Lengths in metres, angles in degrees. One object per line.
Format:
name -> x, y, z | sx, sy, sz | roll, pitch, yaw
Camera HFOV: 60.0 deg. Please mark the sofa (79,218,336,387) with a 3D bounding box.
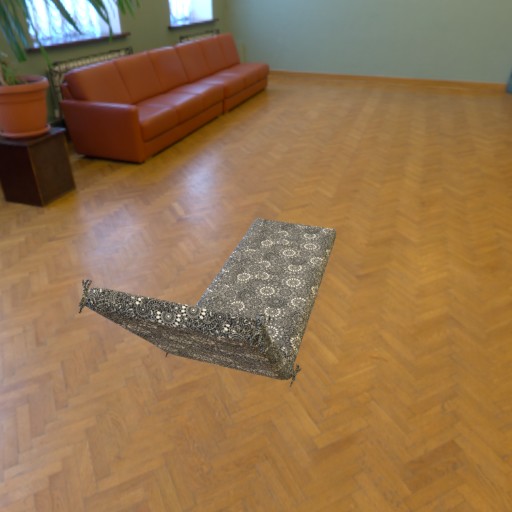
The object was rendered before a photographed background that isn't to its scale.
sofa -> 0.000, 0.000, 1.970 | 0.582, 0.622, 1.663 | 9, 33, 15
